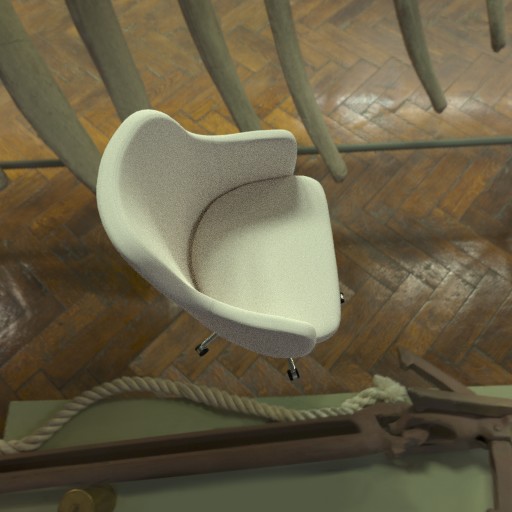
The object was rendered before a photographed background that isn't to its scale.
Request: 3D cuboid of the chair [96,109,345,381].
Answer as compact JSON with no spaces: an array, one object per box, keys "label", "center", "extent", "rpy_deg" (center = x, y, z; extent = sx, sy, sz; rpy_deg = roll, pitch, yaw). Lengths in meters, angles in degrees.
[{"label":"chair","center":[0.000,0.000,1.269],"extent":[0.647,0.819,0.602],"rpy_deg":[-2,64,-1]}]
